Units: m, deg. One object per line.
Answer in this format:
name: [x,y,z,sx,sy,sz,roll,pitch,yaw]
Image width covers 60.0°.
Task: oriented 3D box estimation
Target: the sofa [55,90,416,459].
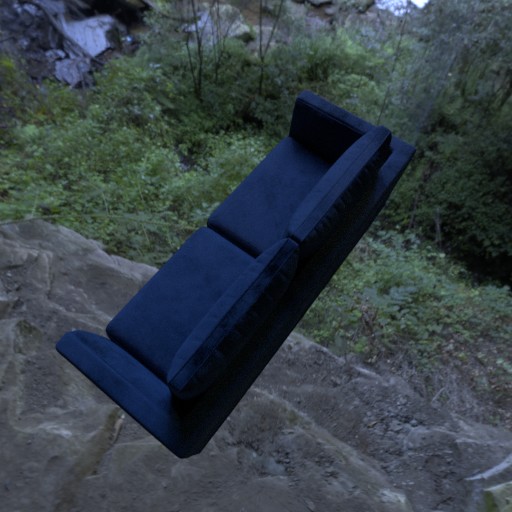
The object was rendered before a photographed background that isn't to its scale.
sofa: [0.000,0.000,2.679,0.853,0.998,2.212,34,68,16]
